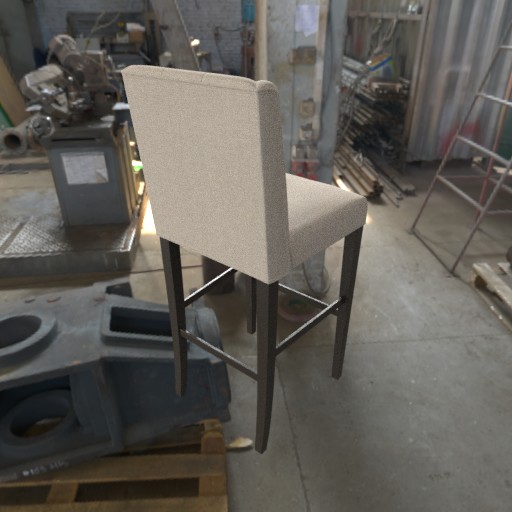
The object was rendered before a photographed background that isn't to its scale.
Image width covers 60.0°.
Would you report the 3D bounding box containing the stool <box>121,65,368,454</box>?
[{"bbox_3d":[0.000,0.000,1.379,0.474,1.116,0.509,22,36,33],"label":"stool"}]
